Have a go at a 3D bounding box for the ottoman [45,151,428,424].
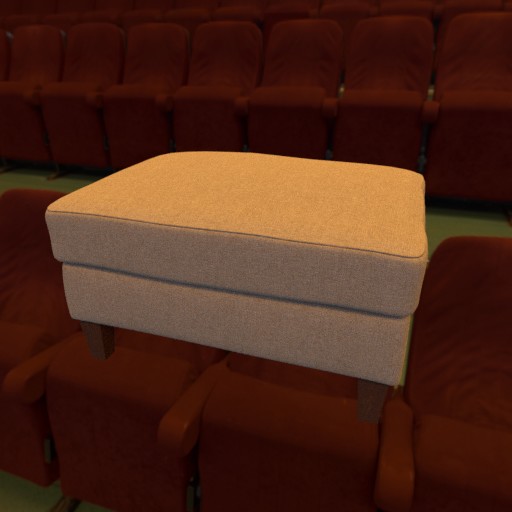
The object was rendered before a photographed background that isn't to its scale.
[{"bbox_3d":[0.000,0.000,1.307,0.898,0.519,0.677,8,26,17],"label":"ottoman"}]
